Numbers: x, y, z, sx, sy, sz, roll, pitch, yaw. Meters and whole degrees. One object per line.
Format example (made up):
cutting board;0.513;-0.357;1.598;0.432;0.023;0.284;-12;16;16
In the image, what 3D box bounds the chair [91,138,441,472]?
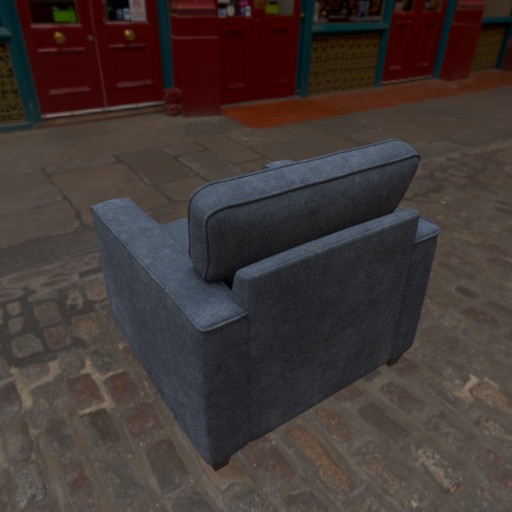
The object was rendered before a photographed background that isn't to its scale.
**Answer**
chair;0.000;0.000;1.757;1.015;0.965;0.939;-19;36;-29
